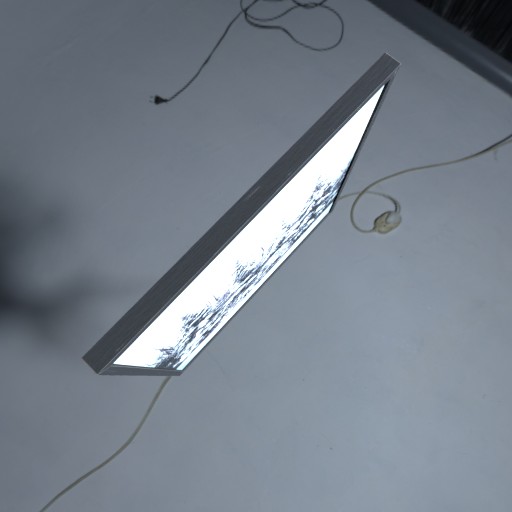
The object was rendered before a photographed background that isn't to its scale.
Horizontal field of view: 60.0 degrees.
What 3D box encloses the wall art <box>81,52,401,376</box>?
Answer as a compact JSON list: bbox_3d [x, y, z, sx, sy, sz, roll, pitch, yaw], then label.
[{"bbox_3d":[0.000,0.000,1.121,0.037,0.761,0.761,41,79,10],"label":"wall art"}]
